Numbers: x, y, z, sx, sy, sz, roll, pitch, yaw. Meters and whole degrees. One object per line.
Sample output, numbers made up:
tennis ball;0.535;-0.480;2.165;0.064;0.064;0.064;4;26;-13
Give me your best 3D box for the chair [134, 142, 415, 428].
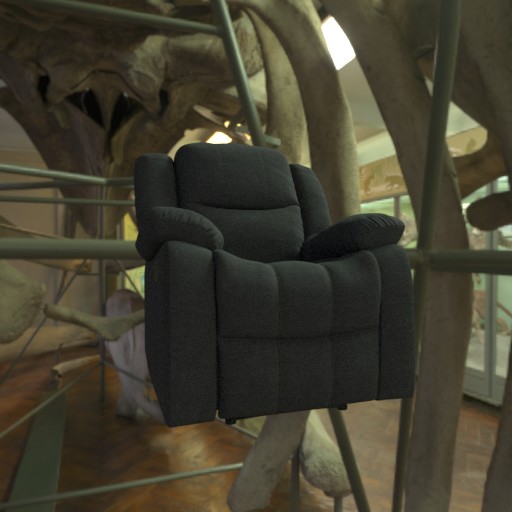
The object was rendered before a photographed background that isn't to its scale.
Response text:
chair;0.000;0.000;1.717;0.899;1.008;0.944;0;1;-18
